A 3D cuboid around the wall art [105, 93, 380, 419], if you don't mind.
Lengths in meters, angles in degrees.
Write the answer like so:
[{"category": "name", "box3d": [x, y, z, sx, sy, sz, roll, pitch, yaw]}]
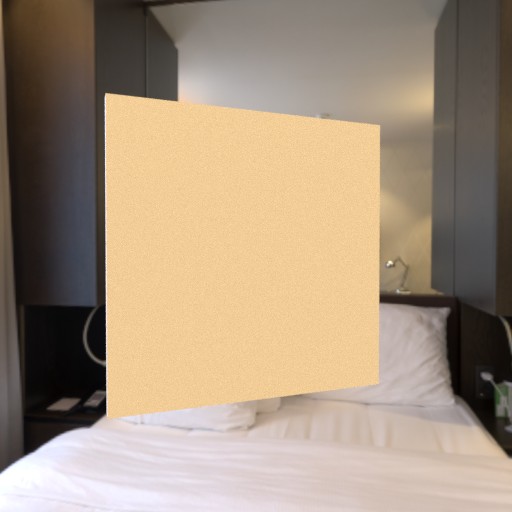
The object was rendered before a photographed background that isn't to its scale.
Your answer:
[{"category": "wall art", "box3d": [0.000, 0.000, 0.872, 0.559, 0.559, 0.028, 0, 1, -21]}]
